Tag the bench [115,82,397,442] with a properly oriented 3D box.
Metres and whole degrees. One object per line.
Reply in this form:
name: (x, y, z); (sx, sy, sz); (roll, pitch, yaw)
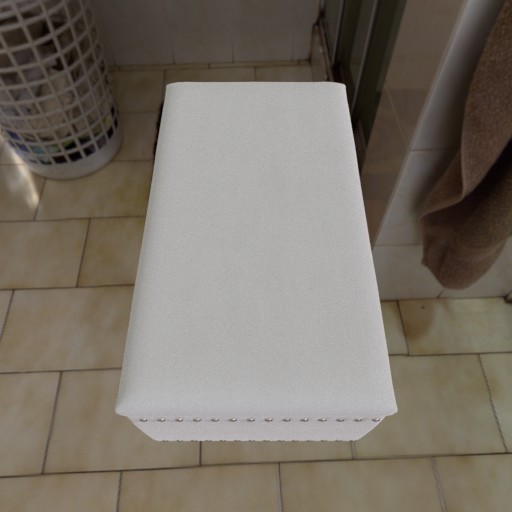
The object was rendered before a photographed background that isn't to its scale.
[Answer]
bench: (0.000, 0.000, 1.171); (0.500, 0.449, 0.887); (0, 59, 0)
